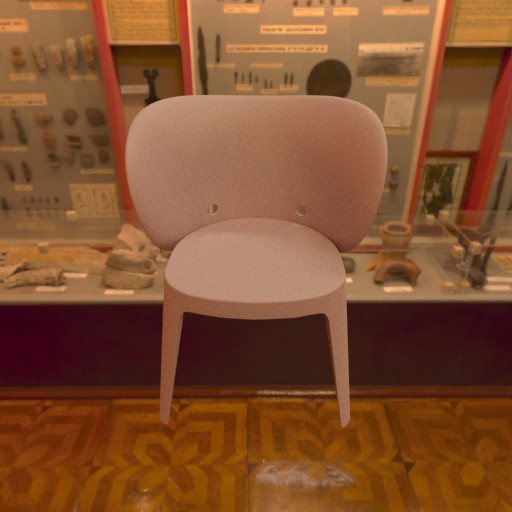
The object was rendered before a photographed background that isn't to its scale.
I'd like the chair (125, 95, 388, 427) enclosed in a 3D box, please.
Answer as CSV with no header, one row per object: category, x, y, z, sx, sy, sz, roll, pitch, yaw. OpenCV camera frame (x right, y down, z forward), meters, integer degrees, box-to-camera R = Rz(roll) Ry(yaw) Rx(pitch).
chair,0.000,0.000,0.879,0.451,0.554,0.402,1,29,1
